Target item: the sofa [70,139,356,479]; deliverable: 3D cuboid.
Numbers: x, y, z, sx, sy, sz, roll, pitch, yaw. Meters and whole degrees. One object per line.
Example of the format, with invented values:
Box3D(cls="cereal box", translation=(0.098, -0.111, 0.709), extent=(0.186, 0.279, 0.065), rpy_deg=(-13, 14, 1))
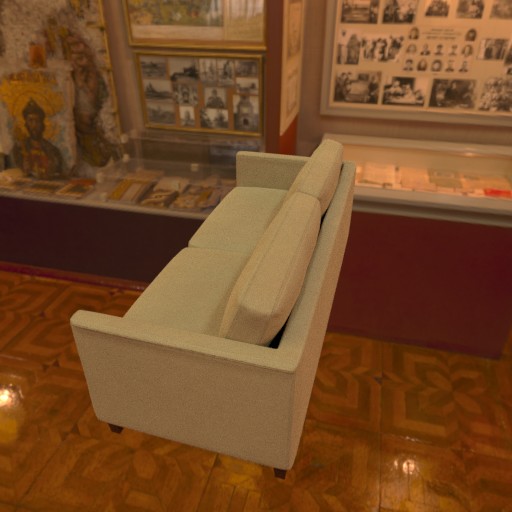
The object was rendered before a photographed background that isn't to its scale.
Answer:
Box3D(cls="sofa", translation=(0.000, 0.000, 2.637), extent=(0.948, 0.932, 2.181), rpy_deg=(9, 33, 14))
